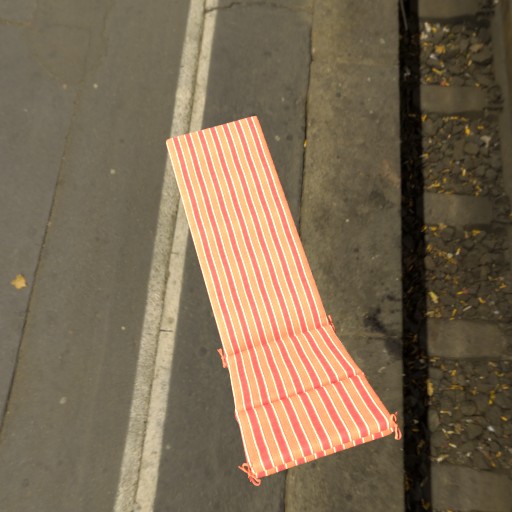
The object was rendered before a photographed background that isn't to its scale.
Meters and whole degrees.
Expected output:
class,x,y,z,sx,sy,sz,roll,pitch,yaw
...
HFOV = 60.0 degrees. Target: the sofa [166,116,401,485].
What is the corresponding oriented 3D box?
class,x,y,z,sx,sy,sz,roll,pitch,yaw
sofa,0.000,0.000,1.959,0.582,0.622,1.663,-16,75,-4
